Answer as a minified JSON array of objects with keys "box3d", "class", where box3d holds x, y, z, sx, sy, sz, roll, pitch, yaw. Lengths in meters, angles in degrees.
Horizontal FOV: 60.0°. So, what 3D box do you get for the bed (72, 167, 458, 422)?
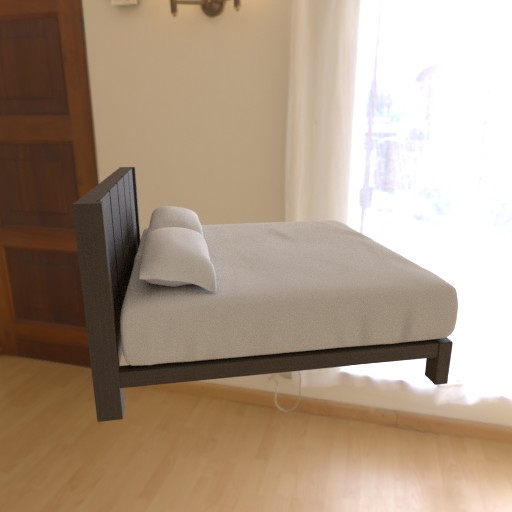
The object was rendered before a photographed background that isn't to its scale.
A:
[{"box3d":[0.000,0.000,3.566,2.238,1.261,2.143,-3,16,-10],"class":"bed"}]
